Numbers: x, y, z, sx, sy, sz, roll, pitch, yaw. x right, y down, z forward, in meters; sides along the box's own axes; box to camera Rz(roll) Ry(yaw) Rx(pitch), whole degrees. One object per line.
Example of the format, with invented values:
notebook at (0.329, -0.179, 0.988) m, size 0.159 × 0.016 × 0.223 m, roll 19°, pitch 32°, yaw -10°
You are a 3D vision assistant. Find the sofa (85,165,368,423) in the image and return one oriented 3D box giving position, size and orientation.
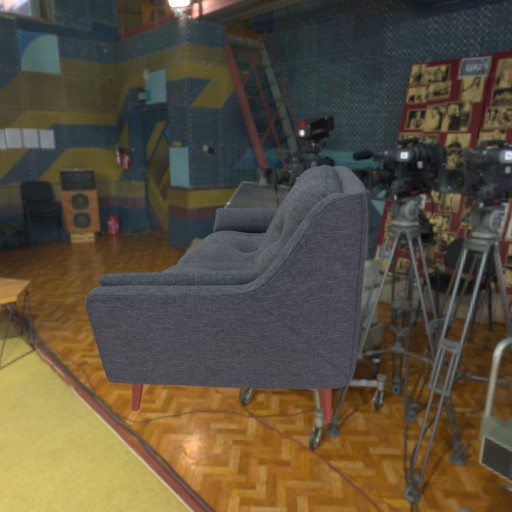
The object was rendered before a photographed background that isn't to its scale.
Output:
sofa at (0.000, 0.000, 2.324) m, size 0.975 × 0.896 × 1.929 m, roll 2°, pitch 14°, yaw 8°
